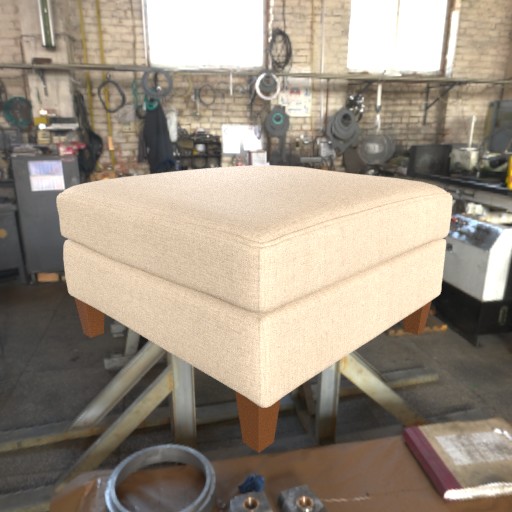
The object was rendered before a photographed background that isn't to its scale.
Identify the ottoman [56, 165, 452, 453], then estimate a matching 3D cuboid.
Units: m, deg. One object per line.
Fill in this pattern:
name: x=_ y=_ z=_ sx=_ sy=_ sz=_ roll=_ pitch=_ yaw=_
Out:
ottoman: x=0.000 y=0.000 z=1.333 sx=0.838 sy=0.503 sz=0.838 roll=15 pitch=23 yaw=42
